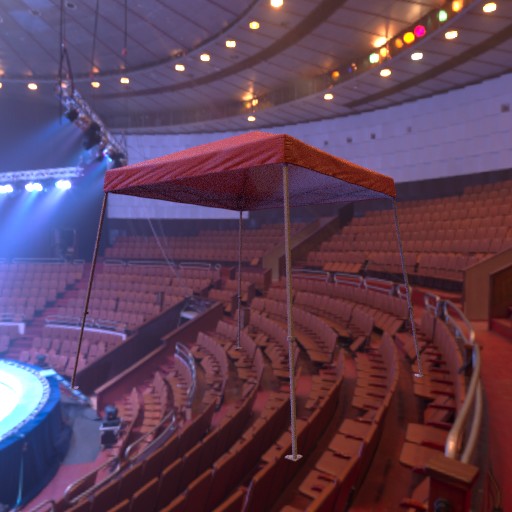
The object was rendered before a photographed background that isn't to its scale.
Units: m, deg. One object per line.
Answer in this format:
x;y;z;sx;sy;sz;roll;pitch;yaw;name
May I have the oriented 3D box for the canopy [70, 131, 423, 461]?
0.000;0.000;6.360;3.600;3.600;3.599;-1;-1;37;canopy
